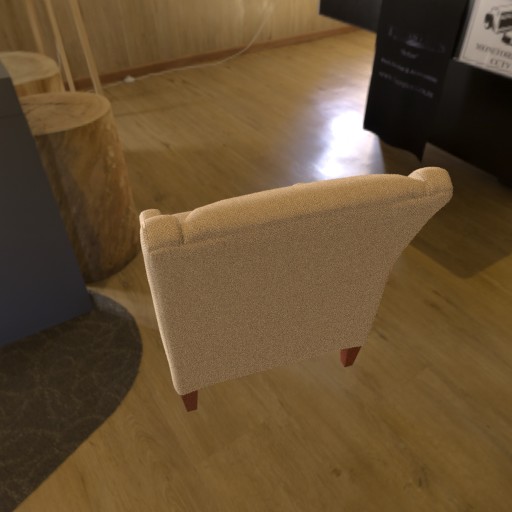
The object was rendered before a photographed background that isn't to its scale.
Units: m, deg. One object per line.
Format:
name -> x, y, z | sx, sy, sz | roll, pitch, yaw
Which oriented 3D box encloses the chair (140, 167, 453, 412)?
chair -> 0.000, 0.000, 1.609 | 0.774, 1.014, 0.870 | -12, 43, -13
